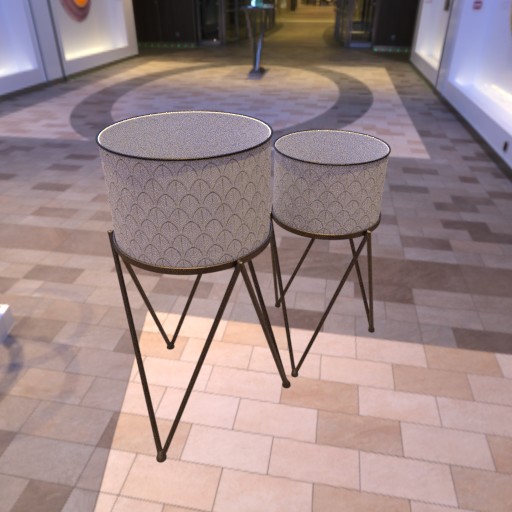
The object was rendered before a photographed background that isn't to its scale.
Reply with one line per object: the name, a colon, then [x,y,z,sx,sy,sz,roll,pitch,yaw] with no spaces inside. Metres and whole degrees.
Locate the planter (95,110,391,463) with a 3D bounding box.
planter: [0.000,0.000,1.138,0.769,0.712,0.413,-21,37,-30]
